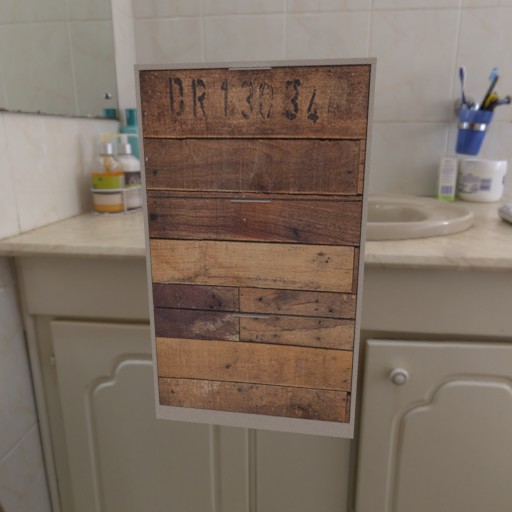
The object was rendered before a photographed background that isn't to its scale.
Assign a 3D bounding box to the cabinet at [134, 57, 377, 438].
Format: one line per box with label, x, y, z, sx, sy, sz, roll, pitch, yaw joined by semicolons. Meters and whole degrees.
cabinet;0.000;0.000;1.611;0.750;1.280;0.250;2;15;9
